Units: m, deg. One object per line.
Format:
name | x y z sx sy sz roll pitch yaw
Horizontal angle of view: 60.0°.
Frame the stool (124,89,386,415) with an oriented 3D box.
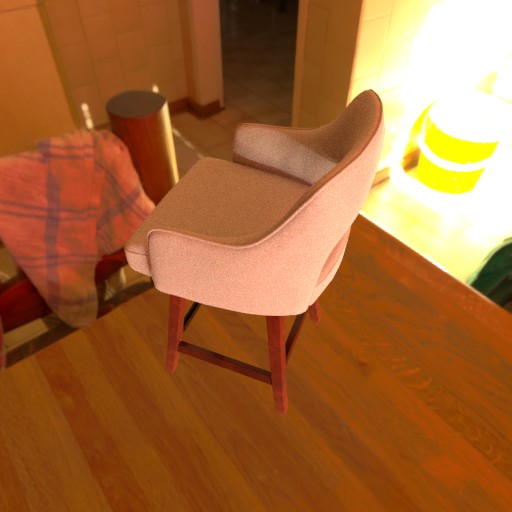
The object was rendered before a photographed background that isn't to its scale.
stool | 0.000 0.000 1.292 0.560 0.936 0.550 16 47 15
